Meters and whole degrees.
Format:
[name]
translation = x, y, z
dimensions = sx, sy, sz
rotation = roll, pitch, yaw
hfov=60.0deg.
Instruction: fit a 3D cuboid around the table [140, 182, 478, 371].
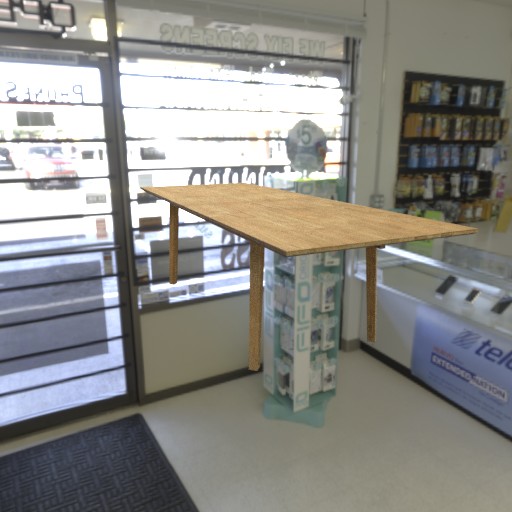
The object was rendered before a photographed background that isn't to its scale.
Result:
[table]
translation = 0.000, 0.000, 3.043
dimensions = 1.000, 0.752, 2.603
rotation = -7, 16, -25
